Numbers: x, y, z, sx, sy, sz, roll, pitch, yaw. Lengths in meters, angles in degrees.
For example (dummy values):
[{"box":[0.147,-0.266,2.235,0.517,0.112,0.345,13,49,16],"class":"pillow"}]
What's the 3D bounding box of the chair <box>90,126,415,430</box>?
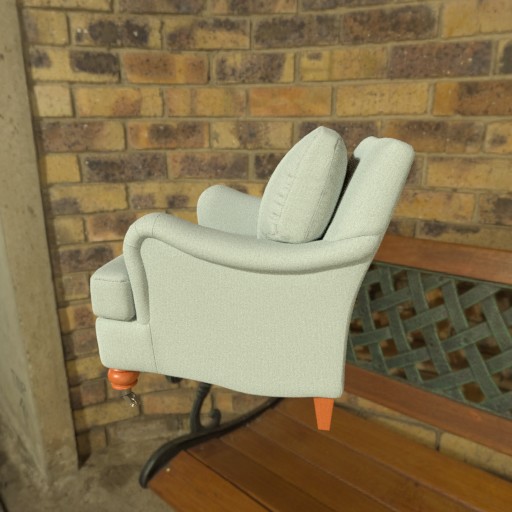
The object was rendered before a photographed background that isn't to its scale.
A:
[{"box":[0.000,0.000,1.865,1.070,1.038,0.955,3,16,9],"class":"chair"}]
